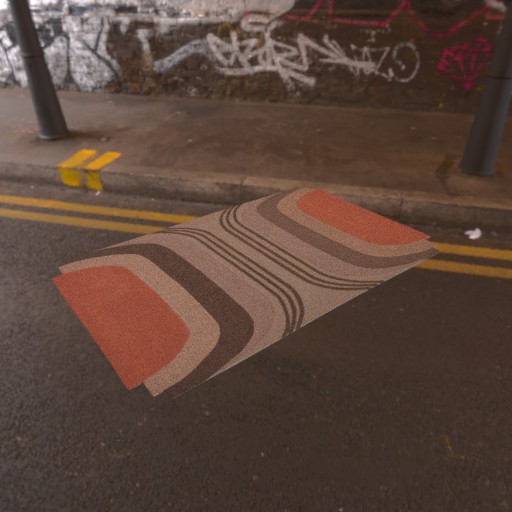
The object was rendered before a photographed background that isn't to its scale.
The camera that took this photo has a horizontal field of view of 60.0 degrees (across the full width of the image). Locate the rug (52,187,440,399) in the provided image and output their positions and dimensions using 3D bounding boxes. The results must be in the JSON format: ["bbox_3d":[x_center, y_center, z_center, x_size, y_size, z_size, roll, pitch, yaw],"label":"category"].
[{"bbox_3d":[0.000,0.000,3.120,2.446,0.017,1.530,-22,37,-32],"label":"rug"}]
